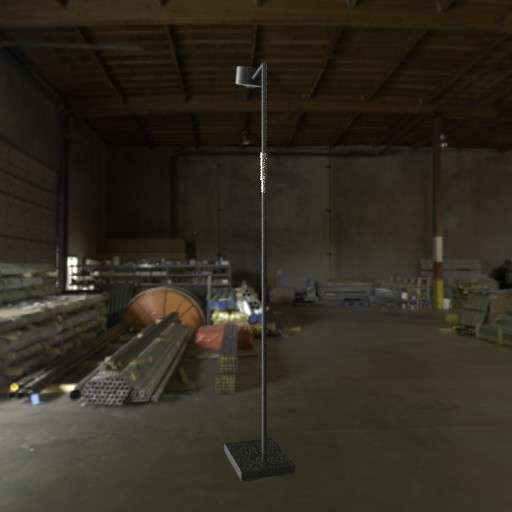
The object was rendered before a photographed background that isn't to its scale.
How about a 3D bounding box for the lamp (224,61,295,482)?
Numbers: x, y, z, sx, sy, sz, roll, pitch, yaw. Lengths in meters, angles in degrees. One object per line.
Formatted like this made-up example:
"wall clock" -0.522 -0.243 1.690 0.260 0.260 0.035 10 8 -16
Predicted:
"lamp" 0.000 0.000 1.748 0.203 1.600 0.304 0 -1 -17
